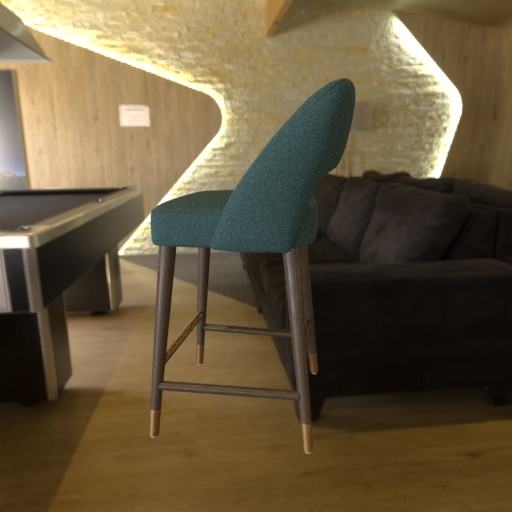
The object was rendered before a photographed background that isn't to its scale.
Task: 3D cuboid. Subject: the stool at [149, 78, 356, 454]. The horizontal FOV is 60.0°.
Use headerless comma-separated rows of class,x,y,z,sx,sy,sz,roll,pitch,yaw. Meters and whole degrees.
stool,0.000,0.000,1.288,0.522,0.939,0.536,2,13,9
